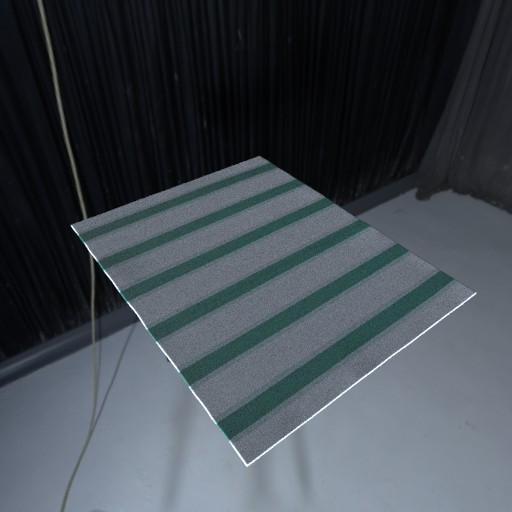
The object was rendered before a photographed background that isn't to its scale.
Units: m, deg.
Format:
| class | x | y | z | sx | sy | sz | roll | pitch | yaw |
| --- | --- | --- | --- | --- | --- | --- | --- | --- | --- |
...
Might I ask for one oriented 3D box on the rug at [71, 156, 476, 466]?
| class | x | y | z | sx | sy | sz | roll | pitch | yaw |
| --- | --- | --- | --- | --- | --- | --- | --- | --- | --- |
| rug | 0.000 | 0.000 | 4.148 | 2.434 | 0.019 | 3.041 | -26 | 47 | -27 |
